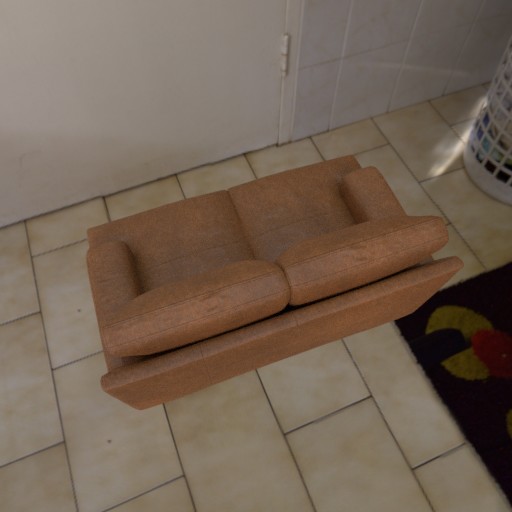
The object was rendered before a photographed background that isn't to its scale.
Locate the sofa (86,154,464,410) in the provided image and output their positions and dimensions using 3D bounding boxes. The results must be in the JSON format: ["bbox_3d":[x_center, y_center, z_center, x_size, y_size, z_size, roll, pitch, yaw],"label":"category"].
[{"bbox_3d":[0.000,0.000,2.549,1.880,0.966,1.144,-17,61,-10],"label":"sofa"}]
